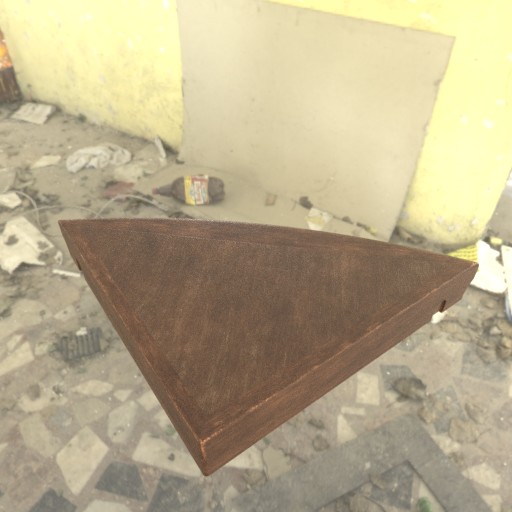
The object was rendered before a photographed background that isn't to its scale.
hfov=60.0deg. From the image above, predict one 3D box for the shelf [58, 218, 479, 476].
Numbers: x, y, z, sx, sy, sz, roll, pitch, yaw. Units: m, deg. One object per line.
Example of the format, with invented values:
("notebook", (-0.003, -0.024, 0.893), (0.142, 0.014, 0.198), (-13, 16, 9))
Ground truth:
("shelf", (0.000, 0.000, 0.463), (0.310, 0.050, 0.310), (-25, 46, -27))
